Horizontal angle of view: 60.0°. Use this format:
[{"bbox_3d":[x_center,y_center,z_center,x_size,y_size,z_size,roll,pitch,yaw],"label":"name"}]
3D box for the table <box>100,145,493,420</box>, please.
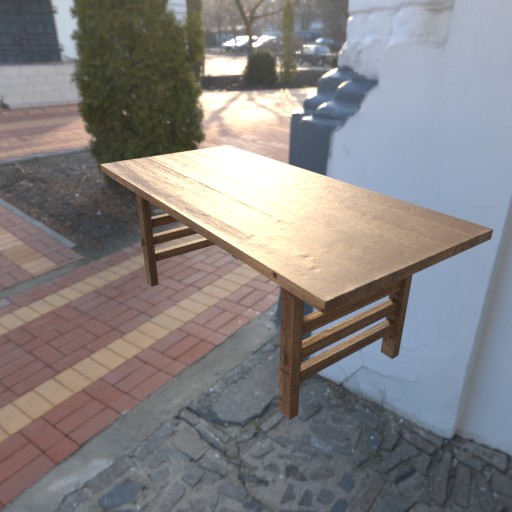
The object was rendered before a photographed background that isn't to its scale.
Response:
[{"bbox_3d":[0.000,0.000,2.457,0.952,0.760,2.003,-18,31,-32],"label":"table"}]
